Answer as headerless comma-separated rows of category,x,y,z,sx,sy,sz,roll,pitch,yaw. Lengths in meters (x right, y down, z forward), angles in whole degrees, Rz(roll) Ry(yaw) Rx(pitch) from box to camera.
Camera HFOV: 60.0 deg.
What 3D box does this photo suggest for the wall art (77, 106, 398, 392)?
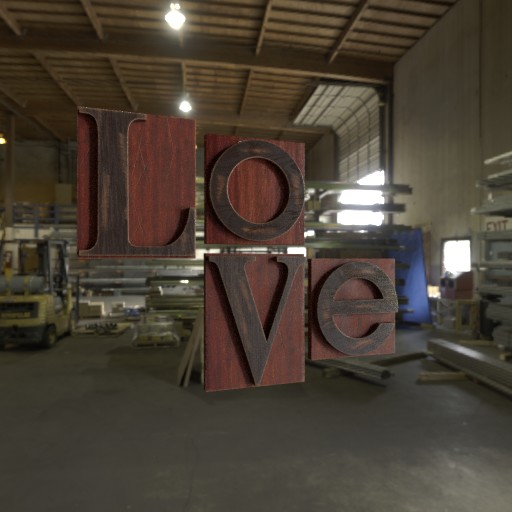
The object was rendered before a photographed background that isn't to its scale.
wall art,0.000,0.000,0.846,0.635,0.497,0.030,0,0,-20
